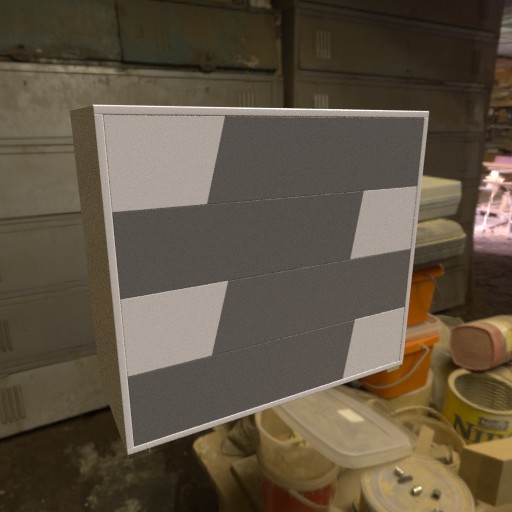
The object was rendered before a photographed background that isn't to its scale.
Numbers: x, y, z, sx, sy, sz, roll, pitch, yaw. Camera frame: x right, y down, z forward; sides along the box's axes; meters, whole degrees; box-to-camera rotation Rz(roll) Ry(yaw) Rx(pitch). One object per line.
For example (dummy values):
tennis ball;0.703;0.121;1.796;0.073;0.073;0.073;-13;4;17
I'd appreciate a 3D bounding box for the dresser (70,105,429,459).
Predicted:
dresser;0.000;0.000;1.607;1.100;1.000;0.460;-9;19;-27
